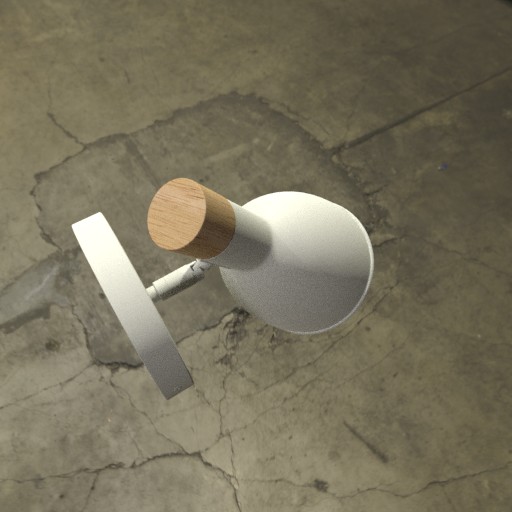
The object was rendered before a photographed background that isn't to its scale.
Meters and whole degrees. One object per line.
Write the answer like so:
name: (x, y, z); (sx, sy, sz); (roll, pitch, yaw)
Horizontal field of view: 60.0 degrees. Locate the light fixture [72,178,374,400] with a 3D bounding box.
light fixture: (0.000, 0.000, 0.333); (0.209, 0.199, 0.127); (-28, 62, -17)
